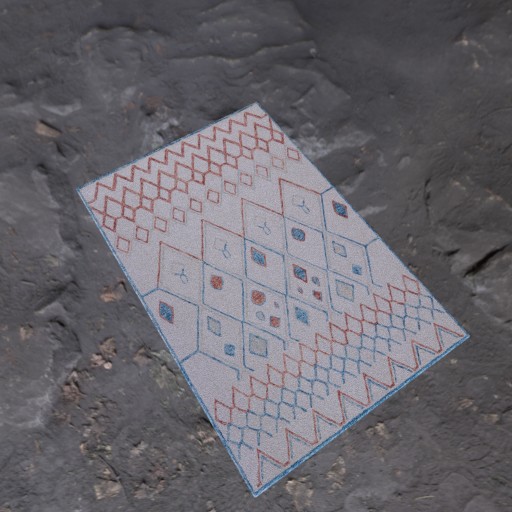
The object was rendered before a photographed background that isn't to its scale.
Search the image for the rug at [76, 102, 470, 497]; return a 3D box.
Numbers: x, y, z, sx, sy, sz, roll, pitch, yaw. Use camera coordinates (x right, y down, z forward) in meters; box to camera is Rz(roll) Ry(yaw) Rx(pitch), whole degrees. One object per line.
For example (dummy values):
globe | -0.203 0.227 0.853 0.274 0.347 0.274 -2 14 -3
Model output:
rug | 0.000 0.000 2.292 1.219 0.016 1.829 -30 66 -15
